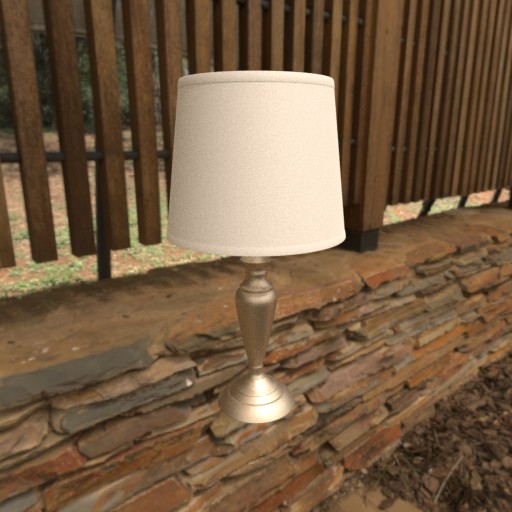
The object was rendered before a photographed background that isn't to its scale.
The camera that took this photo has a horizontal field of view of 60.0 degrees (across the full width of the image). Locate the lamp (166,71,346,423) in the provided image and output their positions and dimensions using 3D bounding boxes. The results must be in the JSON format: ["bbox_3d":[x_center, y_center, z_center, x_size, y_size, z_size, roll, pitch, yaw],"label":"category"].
[{"bbox_3d":[0.000,0.000,0.839,0.328,0.619,0.328,0,15,0],"label":"lamp"}]
